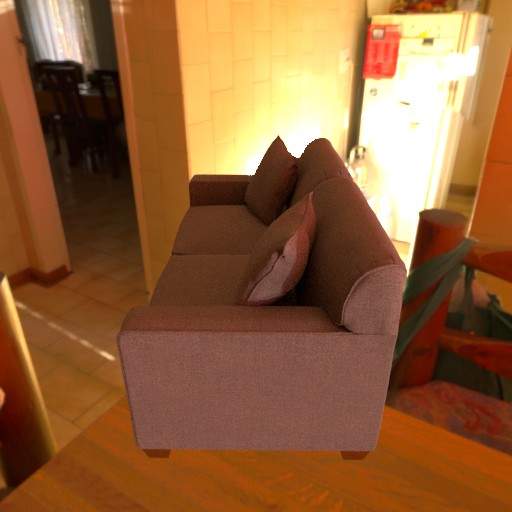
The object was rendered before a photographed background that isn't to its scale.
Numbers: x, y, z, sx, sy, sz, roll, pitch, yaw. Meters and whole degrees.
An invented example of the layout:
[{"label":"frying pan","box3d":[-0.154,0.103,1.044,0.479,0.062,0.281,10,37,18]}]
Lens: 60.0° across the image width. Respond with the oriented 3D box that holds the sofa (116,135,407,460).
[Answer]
[{"label":"sofa","box3d":[0.000,0.000,2.370,1.000,0.958,1.846,0,27,1]}]
